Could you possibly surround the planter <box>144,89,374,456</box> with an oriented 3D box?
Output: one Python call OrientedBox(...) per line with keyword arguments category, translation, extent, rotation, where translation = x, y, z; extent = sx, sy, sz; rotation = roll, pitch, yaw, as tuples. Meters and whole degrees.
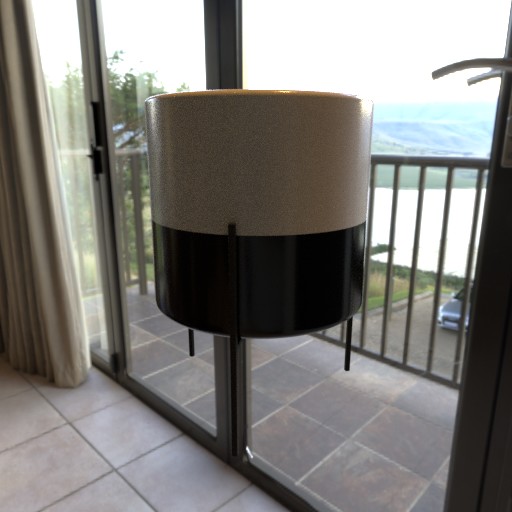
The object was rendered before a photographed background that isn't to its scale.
OrientedBox(category="planter", translation=(0.000, 0.000, 0.649), extent=(0.310, 0.432, 0.310), rotation=(7, 17, 25))
